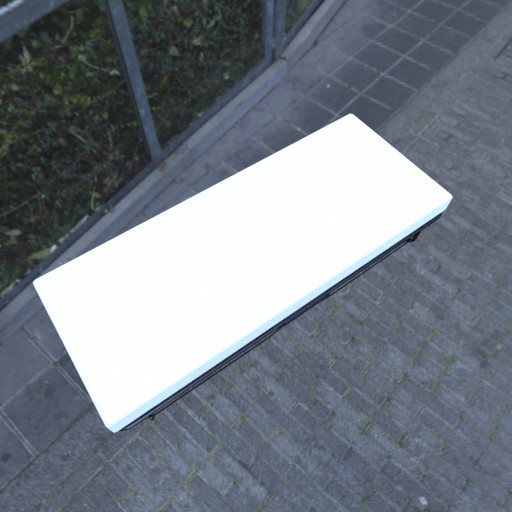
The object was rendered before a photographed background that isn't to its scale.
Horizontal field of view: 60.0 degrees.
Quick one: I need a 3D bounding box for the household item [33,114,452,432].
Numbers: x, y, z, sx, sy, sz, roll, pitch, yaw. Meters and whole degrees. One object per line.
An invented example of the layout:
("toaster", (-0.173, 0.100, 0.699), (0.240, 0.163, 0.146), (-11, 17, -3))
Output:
("household item", (0.000, 0.000, 2.190), (1.905, 0.356, 0.787), (-31, 63, -18))
